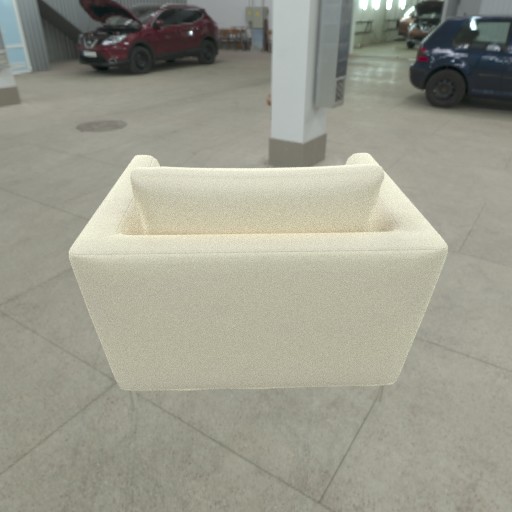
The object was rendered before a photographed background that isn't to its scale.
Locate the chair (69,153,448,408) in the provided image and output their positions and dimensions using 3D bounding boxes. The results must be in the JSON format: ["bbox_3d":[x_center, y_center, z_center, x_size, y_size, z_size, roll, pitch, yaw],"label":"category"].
[{"bbox_3d":[0.000,0.000,1.668,1.041,0.865,0.889,-1,30,-1],"label":"chair"}]
